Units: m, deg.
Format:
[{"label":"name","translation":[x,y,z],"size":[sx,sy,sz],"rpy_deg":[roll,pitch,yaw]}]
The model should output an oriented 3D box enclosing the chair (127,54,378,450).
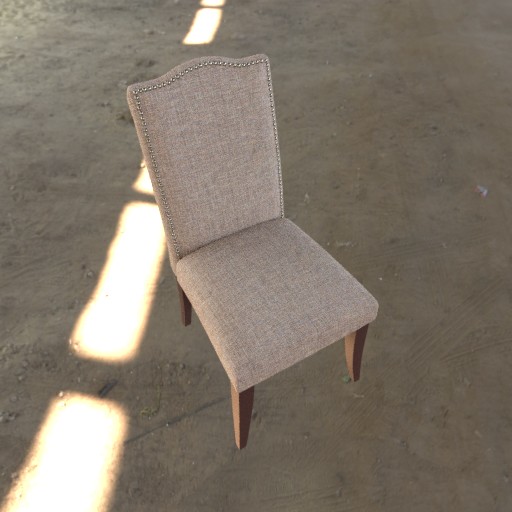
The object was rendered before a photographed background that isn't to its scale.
[{"label":"chair","translation":[0.000,0.000,1.401],"size":[0.513,1.016,0.660],"rpy_deg":[-23,51,-20]}]
